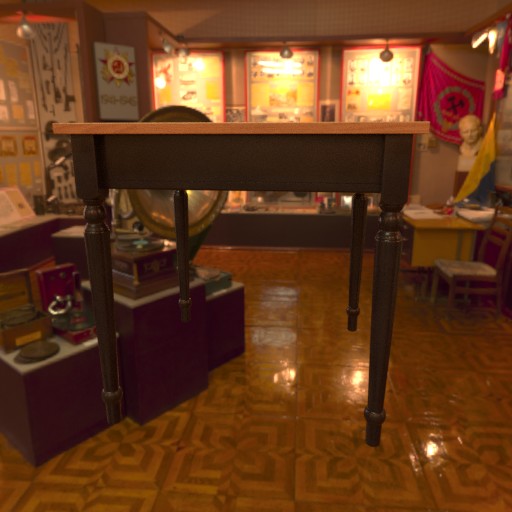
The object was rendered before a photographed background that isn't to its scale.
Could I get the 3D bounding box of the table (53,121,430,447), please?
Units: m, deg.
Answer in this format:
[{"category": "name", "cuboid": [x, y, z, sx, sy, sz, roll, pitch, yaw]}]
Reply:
[{"category": "table", "cuboid": [0.000, 0.000, 1.317, 0.747, 0.738, 0.747, 2, 15, 7]}]
